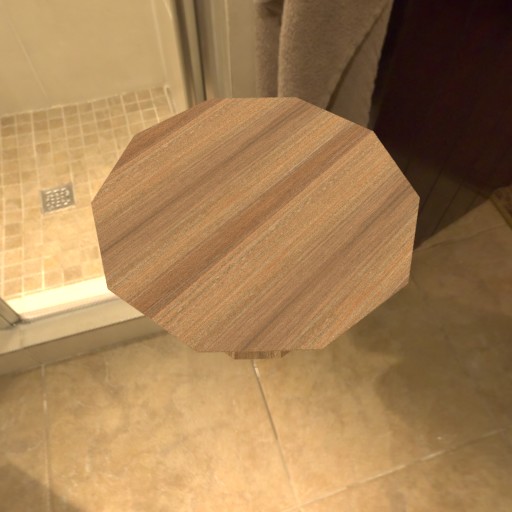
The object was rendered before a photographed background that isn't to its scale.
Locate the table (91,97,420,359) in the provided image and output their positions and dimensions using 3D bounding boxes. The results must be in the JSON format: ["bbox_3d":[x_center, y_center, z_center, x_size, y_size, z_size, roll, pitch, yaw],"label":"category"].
[{"bbox_3d":[0.000,0.000,1.917,1.186,0.752,1.186,0,58,0],"label":"table"}]
